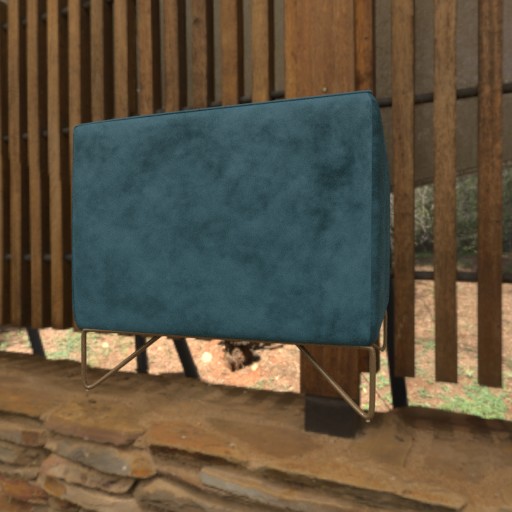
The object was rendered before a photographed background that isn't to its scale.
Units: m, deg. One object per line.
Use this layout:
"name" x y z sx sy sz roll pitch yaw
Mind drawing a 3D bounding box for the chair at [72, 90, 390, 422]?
"chair" 0.000 0.000 1.570 0.894 0.790 0.880 0 0 18
